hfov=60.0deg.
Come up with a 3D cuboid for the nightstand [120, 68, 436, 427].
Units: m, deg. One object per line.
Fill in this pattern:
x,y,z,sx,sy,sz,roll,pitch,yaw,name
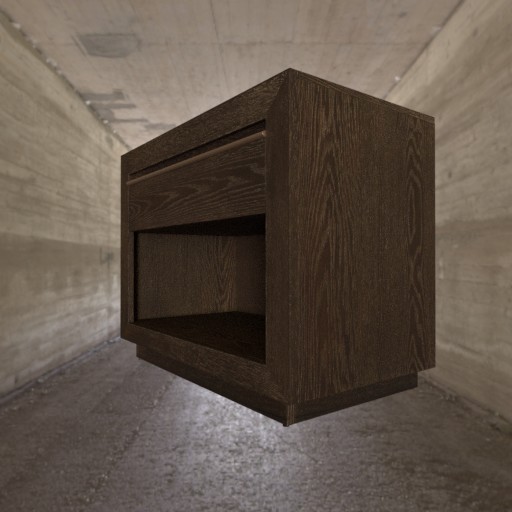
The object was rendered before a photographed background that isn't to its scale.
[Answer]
0.000,0.000,1.165,0.457,0.612,0.775,0,-1,-37,nightstand
